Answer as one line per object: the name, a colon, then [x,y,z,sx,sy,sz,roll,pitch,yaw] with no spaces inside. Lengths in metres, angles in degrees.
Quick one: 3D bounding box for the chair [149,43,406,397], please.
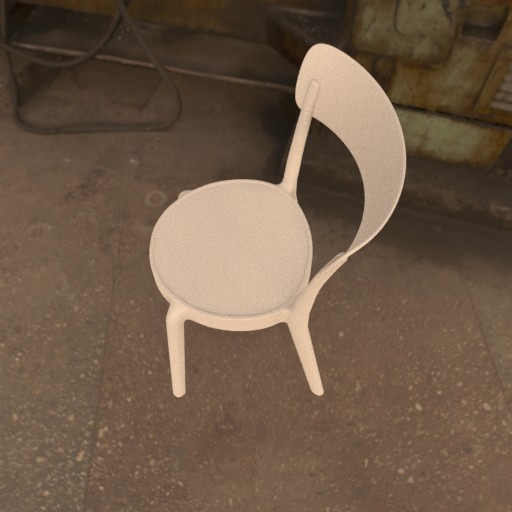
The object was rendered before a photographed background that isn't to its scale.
chair: [0.000,0.000,1.072,0.491,0.790,0.506,-1,57,-1]
